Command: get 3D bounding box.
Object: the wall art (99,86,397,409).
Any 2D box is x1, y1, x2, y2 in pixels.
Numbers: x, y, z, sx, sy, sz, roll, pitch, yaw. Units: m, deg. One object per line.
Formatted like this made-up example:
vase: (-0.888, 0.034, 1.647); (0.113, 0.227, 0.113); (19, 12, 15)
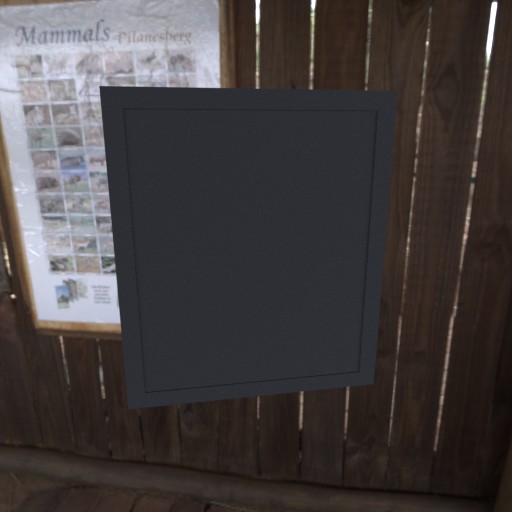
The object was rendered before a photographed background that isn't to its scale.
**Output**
wall art: (0.000, 0.000, 0.511); (0.311, 0.361, 0.010); (-3, 16, -10)
